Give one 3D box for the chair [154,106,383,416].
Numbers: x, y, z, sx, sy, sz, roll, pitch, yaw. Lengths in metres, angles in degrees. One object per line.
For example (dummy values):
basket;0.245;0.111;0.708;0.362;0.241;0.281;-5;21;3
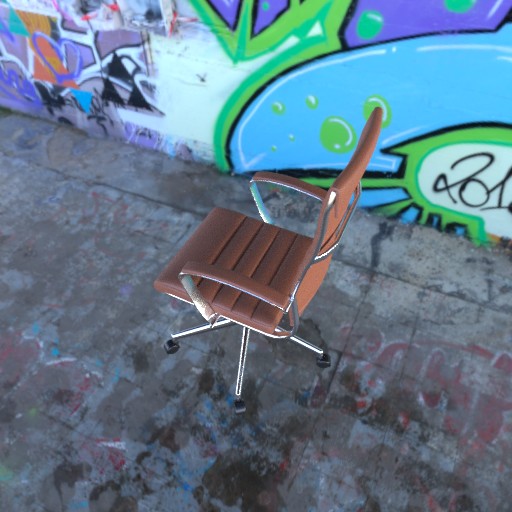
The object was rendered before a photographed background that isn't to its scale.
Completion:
chair;0.000;0.000;1.692;0.739;1.149;0.766;18;49;17
